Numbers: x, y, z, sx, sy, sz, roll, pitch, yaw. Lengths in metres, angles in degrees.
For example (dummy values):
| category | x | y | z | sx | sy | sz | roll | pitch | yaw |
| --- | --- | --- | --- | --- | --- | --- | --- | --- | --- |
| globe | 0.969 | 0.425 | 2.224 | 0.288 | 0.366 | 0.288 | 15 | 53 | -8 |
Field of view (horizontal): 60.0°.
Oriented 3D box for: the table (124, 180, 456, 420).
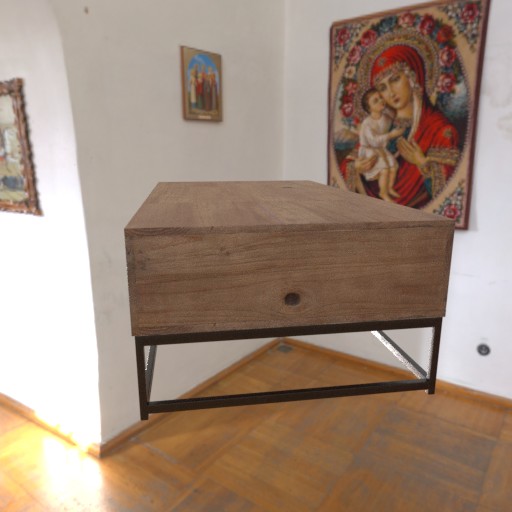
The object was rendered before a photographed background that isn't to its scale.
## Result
| category | x | y | z | sx | sy | sz | roll | pitch | yaw |
| --- | --- | --- | --- | --- | --- | --- | --- | --- | --- |
| table | 0.000 | 0.000 | 1.422 | 0.655 | 0.395 | 1.101 | -2 | 14 | -9 |
